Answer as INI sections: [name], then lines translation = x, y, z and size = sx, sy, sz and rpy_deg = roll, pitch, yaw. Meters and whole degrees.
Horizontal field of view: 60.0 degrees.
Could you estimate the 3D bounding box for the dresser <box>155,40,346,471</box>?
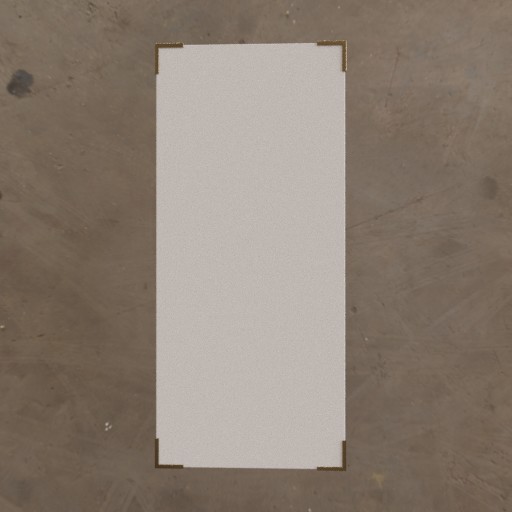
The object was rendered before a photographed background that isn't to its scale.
[dresser]
translation = 0.000, 0.000, 1.504
size = 0.460, 0.891, 1.022
rpy_deg = 0, 90, 2
